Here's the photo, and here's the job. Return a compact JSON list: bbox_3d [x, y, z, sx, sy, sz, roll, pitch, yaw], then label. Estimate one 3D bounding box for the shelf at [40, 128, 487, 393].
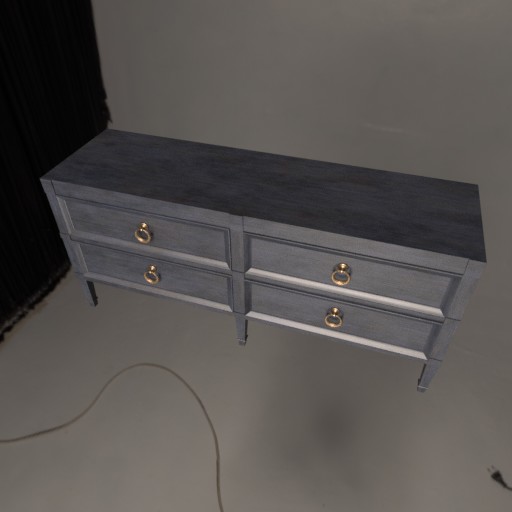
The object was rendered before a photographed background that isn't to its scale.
[{"bbox_3d":[0.000,0.000,1.885,1.575,0.719,0.479,12,42,14],"label":"shelf"}]
